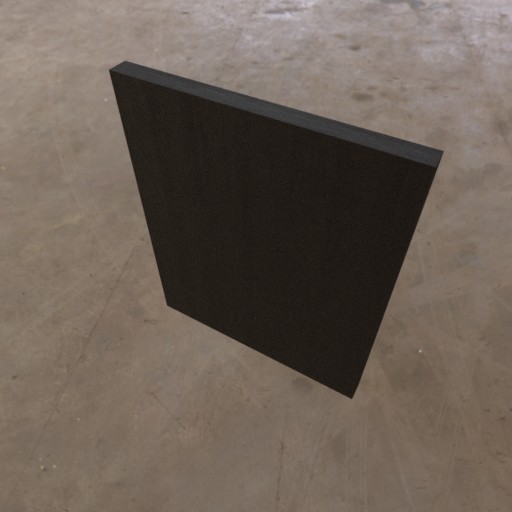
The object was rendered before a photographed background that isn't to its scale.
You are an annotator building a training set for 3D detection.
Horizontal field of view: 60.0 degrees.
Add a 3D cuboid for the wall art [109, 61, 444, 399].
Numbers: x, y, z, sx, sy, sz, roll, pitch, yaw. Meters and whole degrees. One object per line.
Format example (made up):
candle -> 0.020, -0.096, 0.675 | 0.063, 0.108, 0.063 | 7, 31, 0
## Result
wall art -> 0.000, 0.000, 0.755 | 0.455, 0.552, 0.034 | 23, 51, 20
